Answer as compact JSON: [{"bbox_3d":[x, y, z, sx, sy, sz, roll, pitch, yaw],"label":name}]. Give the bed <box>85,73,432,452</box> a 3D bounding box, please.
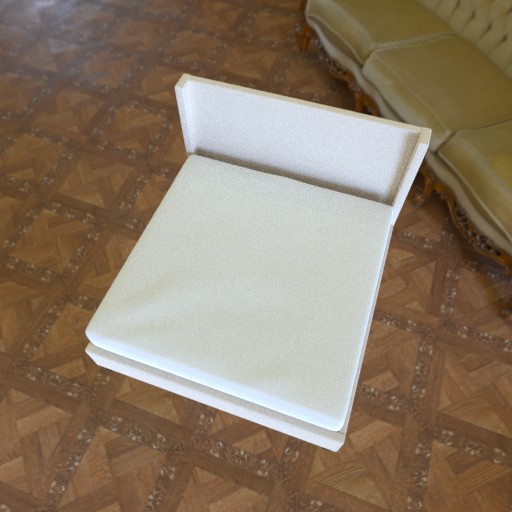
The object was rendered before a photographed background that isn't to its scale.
[{"bbox_3d":[0.000,0.000,3.711,2.145,1.471,2.293,16,59,10],"label":"bed"}]
